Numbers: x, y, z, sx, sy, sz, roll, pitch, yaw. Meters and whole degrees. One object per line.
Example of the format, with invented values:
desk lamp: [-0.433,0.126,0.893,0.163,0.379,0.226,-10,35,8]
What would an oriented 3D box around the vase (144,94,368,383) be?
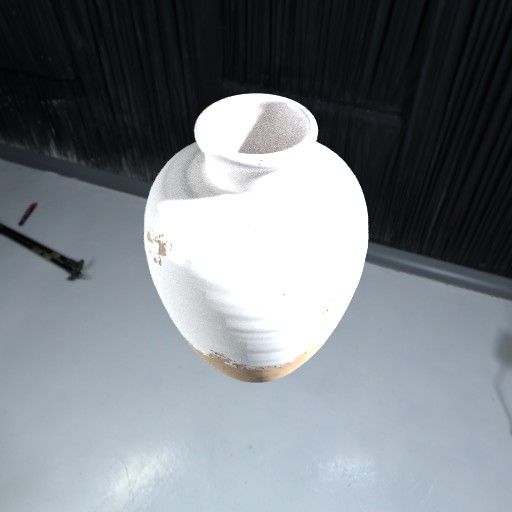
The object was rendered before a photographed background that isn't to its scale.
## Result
vase: [0.000,0.000,0.339,0.158,0.228,0.158,0,48,0]
